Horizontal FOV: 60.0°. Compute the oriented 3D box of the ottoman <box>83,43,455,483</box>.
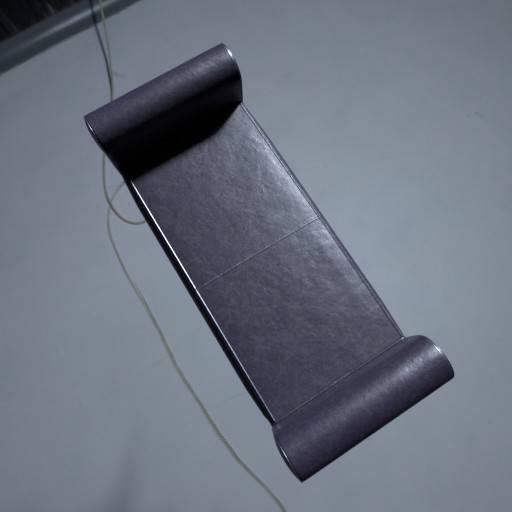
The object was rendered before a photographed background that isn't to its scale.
[{"bbox_3d":[0.000,0.000,1.525,0.521,0.547,1.256,-31,79,-7],"label":"ottoman"}]
